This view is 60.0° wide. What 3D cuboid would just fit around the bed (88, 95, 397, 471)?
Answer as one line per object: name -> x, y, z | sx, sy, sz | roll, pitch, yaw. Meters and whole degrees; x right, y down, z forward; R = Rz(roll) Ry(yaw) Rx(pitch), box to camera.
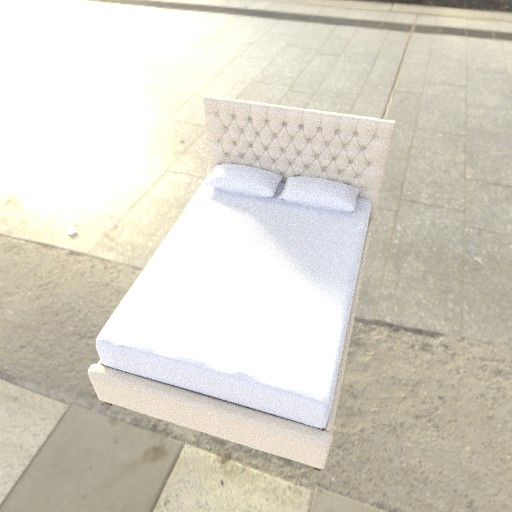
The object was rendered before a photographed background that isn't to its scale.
bed -> 0.000, 0.000, 3.465 | 1.698, 1.427, 2.387 | 12, 44, 13
